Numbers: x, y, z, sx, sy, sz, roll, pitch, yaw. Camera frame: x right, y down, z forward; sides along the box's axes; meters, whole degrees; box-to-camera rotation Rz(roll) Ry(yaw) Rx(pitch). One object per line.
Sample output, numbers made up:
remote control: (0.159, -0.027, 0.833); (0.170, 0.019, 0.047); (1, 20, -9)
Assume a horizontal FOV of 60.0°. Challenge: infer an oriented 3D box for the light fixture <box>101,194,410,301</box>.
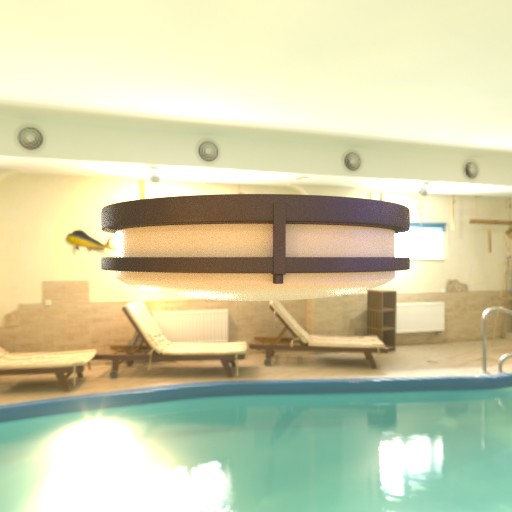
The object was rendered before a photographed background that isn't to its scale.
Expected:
light fixture: (0.000, 0.000, 0.539); (0.356, 0.102, 0.356); (0, 0, 0)
